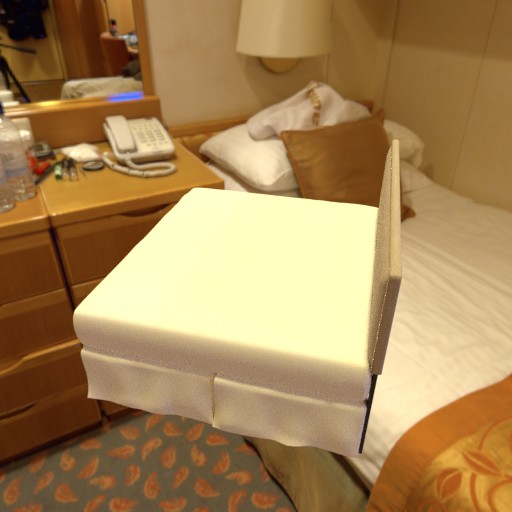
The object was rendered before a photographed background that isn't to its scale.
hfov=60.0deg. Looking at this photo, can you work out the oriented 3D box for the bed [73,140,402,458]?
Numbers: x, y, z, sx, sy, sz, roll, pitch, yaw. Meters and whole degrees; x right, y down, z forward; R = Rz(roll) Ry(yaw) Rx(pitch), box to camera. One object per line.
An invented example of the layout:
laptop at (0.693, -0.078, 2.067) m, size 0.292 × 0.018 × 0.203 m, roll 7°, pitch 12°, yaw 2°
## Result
bed at (0.000, 0.000, 3.401) m, size 1.914 × 1.346 × 2.170 m, roll 8°, pitch 33°, yaw 13°
